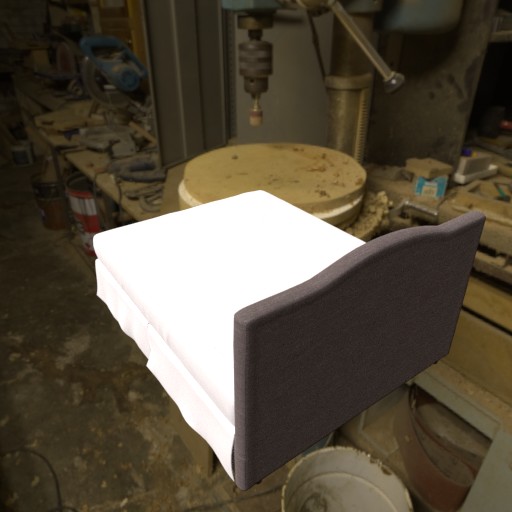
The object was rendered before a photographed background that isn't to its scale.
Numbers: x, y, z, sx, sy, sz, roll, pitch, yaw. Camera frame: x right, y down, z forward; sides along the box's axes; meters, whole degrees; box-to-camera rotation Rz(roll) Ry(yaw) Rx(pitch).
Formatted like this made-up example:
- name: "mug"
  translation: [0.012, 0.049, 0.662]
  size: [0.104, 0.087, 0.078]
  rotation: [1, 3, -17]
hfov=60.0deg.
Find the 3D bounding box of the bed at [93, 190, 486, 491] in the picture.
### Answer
- name: "bed"
  translation: [0.000, 0.000, 3.816]
  size: [2.161, 1.457, 2.689]
  rotation: [-20, 35, -30]
